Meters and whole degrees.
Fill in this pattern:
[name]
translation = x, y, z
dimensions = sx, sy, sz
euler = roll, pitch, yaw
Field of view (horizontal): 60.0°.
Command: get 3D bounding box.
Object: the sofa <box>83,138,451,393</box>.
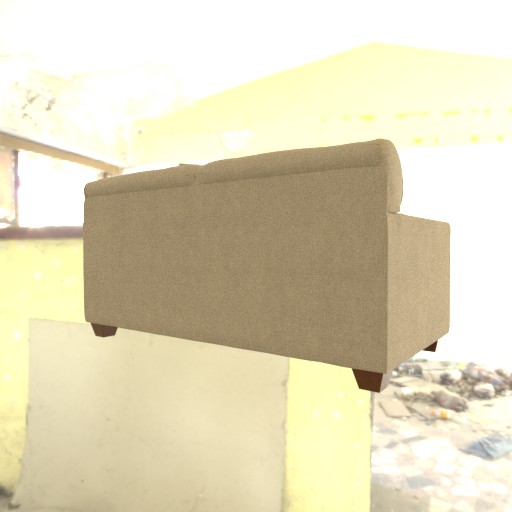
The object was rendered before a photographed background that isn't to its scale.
[sofa]
translation = 0.000, 0.000, 2.465
dimensions = 1.846, 0.958, 0.998
euler = 1, 2, 36
